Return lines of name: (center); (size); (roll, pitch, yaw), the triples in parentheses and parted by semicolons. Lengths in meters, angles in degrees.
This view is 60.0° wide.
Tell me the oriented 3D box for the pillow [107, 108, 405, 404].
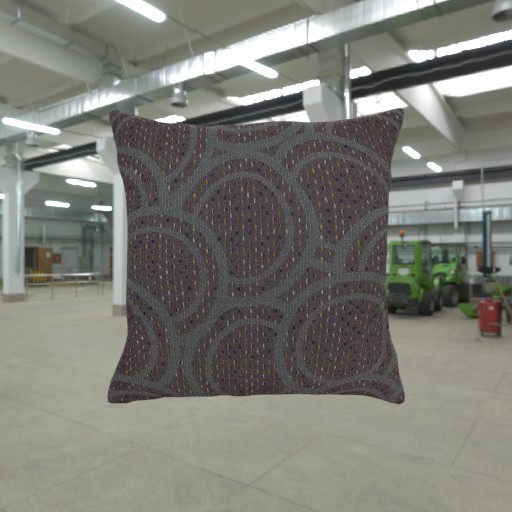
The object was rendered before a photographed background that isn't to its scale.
pillow: (0.000, 0.000, 0.770); (0.514, 0.513, 0.163); (0, 0, 0)
